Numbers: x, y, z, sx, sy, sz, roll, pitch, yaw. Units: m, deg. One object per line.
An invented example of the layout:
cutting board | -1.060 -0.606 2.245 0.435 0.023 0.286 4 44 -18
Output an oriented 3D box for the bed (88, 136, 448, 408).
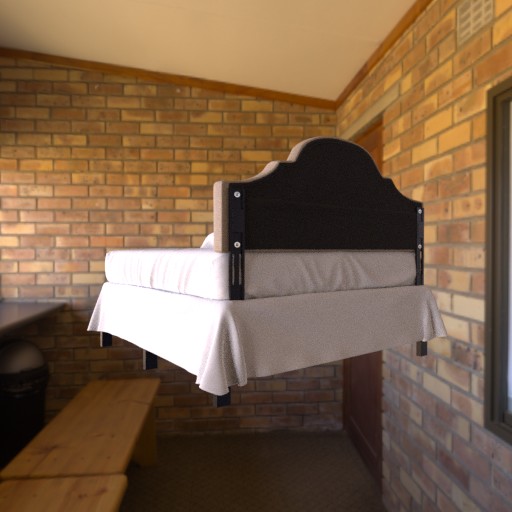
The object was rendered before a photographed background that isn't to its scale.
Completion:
bed | 0.000 0.000 3.796 2.303 1.631 2.222 -1 1 -37
